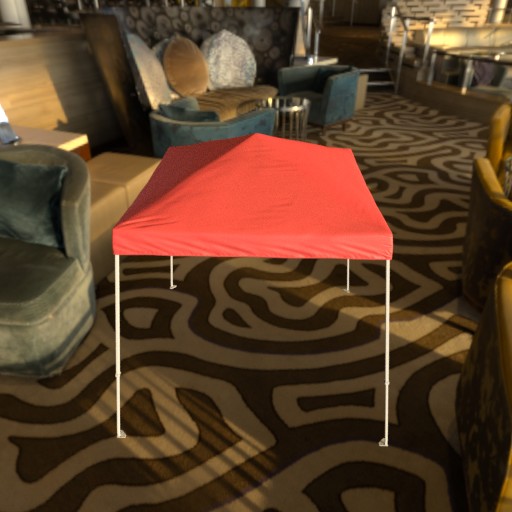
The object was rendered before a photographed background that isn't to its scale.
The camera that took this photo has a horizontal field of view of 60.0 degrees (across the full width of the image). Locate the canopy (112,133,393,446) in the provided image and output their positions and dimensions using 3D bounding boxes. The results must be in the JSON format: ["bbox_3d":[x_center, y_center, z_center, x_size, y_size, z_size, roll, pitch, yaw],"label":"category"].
[{"bbox_3d":[0.000,0.000,6.514,3.600,3.600,3.599,1,31,2],"label":"canopy"}]
